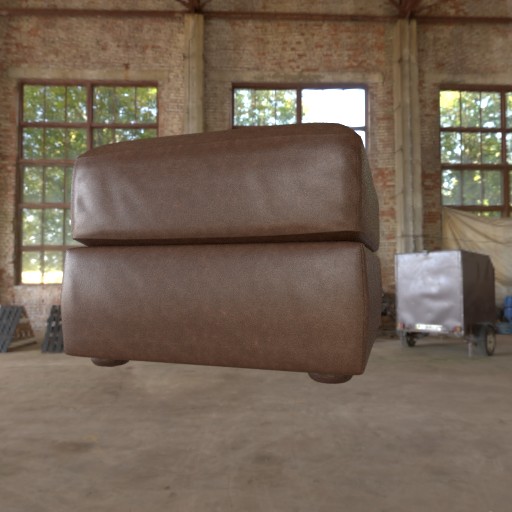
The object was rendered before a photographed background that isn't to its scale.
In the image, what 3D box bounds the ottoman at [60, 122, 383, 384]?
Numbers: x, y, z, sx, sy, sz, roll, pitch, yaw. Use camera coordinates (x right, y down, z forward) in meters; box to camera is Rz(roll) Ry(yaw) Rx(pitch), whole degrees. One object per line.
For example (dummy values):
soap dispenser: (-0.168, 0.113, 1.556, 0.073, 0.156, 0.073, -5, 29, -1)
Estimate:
ottoman: (0.000, 0.000, 1.137, 0.603, 0.476, 0.751, -1, -2, 18)
